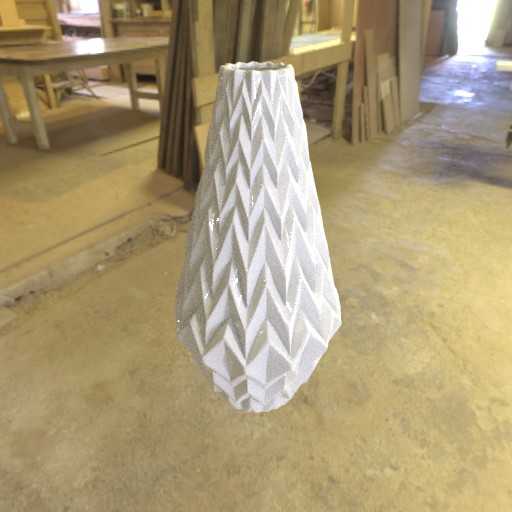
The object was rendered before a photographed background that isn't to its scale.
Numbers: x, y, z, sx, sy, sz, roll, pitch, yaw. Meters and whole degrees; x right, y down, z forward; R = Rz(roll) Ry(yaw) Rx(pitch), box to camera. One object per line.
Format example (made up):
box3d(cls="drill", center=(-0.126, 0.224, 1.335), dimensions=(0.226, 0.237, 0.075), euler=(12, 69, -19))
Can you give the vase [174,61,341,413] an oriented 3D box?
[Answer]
box3d(cls="vase", center=(0.000, 0.000, 0.413), dimensions=(0.167, 0.328, 0.167), euler=(0, 30, 0))
